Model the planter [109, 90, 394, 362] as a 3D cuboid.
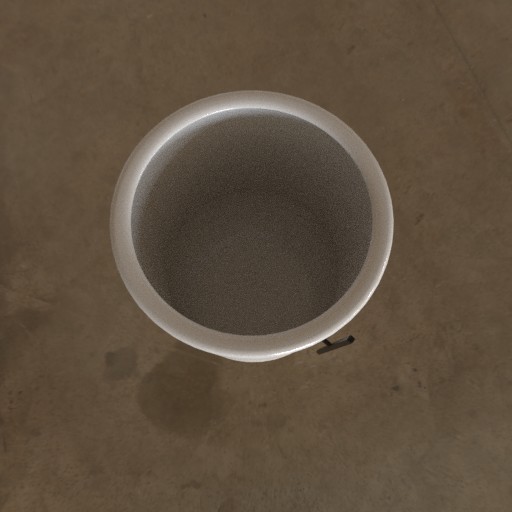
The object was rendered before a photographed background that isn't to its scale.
[{"bbox_3d":[0.000,0.000,0.645,0.307,0.431,0.308,17,75,5],"label":"planter"}]
